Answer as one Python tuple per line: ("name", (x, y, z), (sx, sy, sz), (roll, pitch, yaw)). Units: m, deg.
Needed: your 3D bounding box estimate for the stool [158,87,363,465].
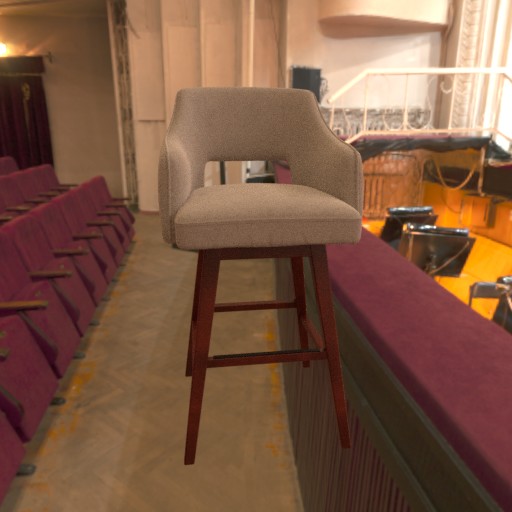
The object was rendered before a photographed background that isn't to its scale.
("stool", (0.000, 0.000, 1.356), (0.548, 1.012, 0.558), (-2, 16, -8))
